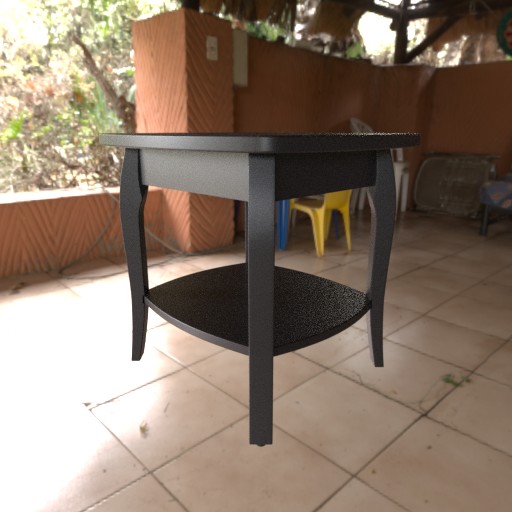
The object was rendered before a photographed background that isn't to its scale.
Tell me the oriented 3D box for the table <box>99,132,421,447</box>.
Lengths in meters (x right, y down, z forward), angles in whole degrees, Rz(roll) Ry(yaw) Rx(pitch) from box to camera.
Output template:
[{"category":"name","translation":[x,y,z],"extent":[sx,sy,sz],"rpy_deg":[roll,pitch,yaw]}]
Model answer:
[{"category":"table","translation":[0.000,0.000,0.857],"extent":[0.457,0.457,0.508],"rpy_deg":[-15,22,-42]}]
